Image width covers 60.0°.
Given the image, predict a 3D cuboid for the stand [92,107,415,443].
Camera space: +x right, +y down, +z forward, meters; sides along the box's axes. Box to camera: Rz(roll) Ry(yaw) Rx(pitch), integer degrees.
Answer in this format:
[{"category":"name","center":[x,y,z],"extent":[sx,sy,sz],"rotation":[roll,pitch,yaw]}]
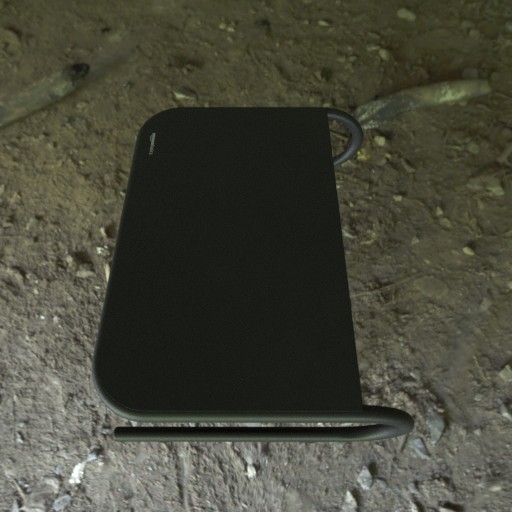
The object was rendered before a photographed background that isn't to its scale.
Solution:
[{"category":"stand","center":[0.000,0.000,0.490],"extent":[0.280,0.108,0.370],"rotation":[0,58,0]}]
